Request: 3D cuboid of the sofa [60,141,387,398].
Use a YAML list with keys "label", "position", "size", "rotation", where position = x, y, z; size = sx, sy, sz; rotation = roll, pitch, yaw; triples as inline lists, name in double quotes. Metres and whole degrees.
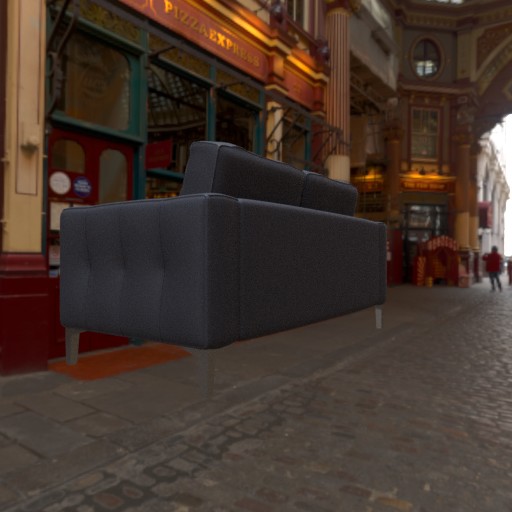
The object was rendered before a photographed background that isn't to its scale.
- label: "sofa"
  position: [0.000, 0.000, 2.289]
  size: [0.833, 0.893, 1.726]
  rotation: [0, 0, 35]
